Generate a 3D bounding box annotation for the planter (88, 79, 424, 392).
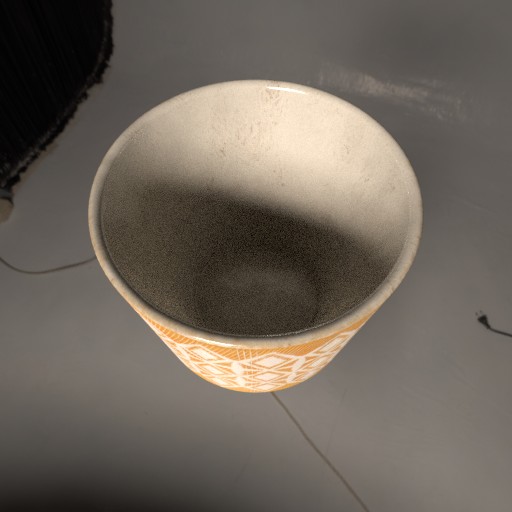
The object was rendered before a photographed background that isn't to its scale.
[{"bbox_3d":[0.000,0.000,0.214,0.126,0.104,0.126,0,60,0],"label":"planter"}]
